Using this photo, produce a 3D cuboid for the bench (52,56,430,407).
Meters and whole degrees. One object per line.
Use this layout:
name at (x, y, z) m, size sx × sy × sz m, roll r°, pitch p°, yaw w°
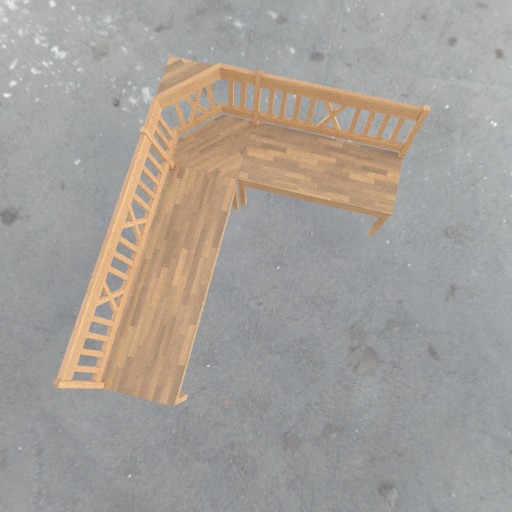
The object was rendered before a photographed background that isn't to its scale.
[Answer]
bench at (0.000, 0.000, 2.737) m, size 1.537 × 0.902 × 1.937 m, roll 13°, pitch 76°, yaw 3°
